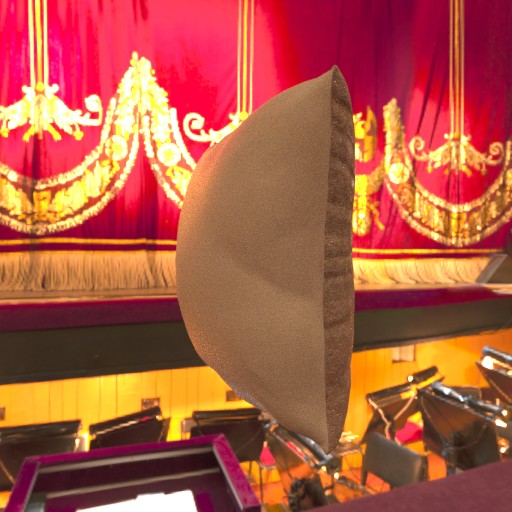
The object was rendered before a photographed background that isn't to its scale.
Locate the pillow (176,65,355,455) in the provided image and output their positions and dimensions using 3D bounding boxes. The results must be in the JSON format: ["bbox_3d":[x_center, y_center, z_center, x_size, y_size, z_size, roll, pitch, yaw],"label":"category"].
[{"bbox_3d":[0.000,0.000,0.709,0.245,0.448,0.450,0,1,-20],"label":"pillow"}]
